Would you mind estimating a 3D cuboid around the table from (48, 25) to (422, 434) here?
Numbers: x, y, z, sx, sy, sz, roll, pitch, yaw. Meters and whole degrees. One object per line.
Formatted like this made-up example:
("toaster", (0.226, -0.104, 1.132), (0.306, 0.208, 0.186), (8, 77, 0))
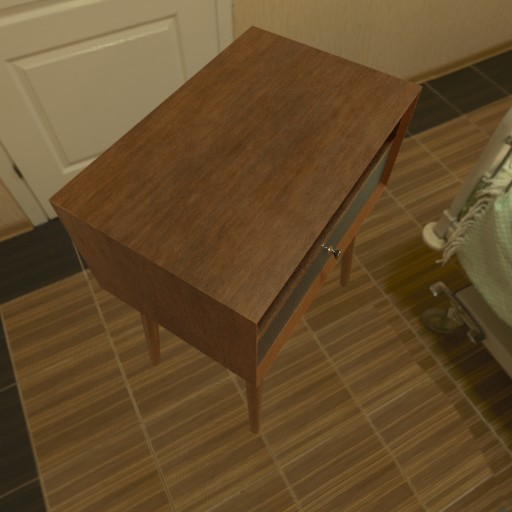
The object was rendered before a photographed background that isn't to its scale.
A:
("table", (0.000, 0.000, 0.839), (0.307, 0.580, 0.454), (28, 61, 17))
